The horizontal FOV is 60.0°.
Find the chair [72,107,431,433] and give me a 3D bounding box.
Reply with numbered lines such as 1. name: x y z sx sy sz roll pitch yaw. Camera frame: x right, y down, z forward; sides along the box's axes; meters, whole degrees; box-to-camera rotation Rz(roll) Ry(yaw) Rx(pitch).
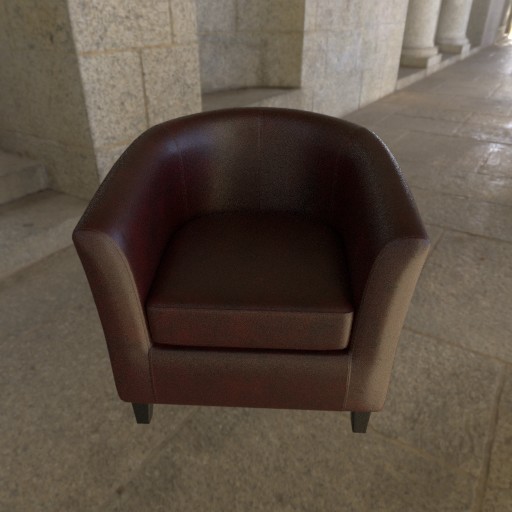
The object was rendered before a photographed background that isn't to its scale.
1. chair: 0.000 0.000 1.364 0.792 0.756 0.727 1 30 3
